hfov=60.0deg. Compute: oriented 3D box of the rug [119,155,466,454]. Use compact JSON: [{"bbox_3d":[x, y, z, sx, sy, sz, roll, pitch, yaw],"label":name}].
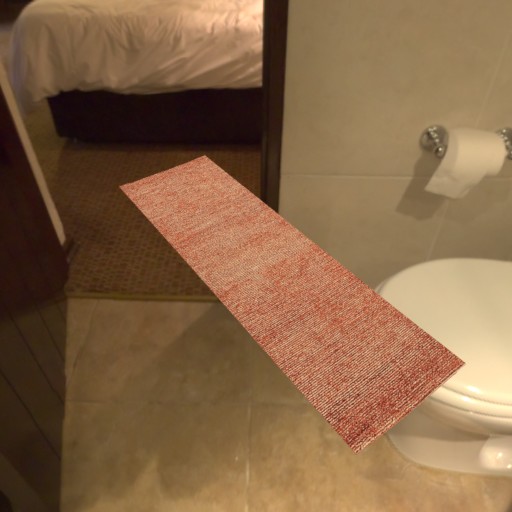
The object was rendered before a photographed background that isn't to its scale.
[{"bbox_3d":[0.000,0.000,2.599,0.718,0.013,2.353,-26,48,-26],"label":"rug"}]
